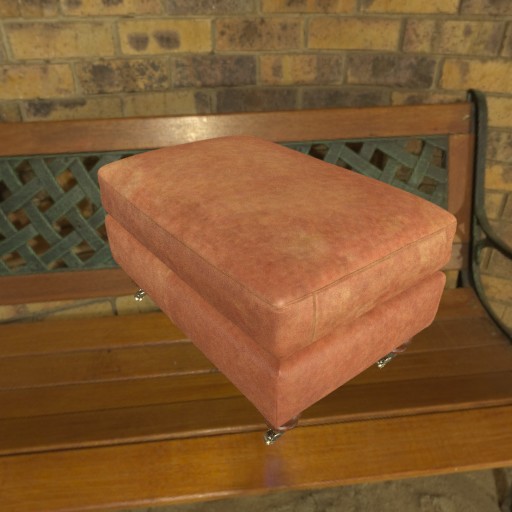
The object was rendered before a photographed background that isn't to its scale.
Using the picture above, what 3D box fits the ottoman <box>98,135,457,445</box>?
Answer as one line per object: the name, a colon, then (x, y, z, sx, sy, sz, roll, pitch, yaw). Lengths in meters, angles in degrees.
ottoman: (0.000, 0.000, 1.222, 0.565, 0.507, 0.852, -22, 37, -32)
